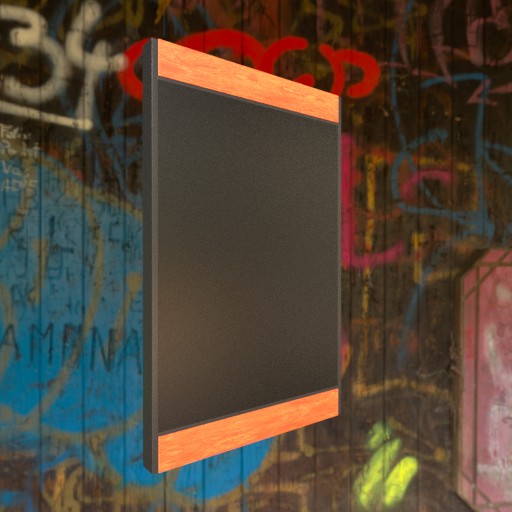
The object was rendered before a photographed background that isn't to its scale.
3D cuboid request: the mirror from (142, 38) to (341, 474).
[{"bbox_3d":[0.000,0.000,1.010,0.525,0.823,0.047,0,0,-37],"label":"mirror"}]
